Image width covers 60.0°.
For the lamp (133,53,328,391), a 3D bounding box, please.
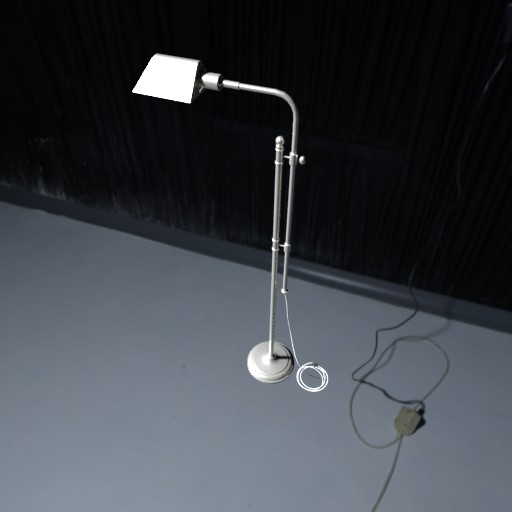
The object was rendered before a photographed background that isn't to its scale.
[{"bbox_3d":[0.000,0.000,1.889,0.813,1.571,0.256,16,47,16],"label":"lamp"}]
